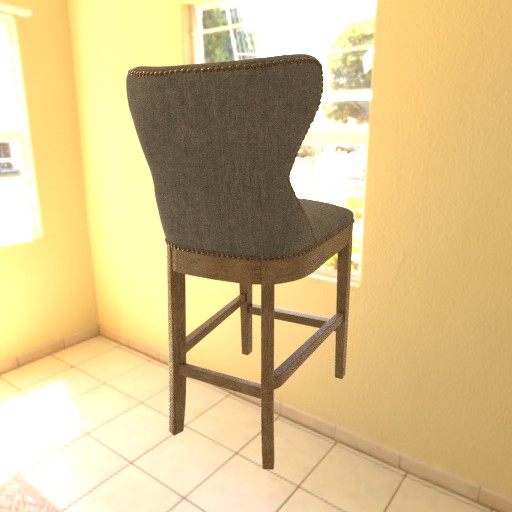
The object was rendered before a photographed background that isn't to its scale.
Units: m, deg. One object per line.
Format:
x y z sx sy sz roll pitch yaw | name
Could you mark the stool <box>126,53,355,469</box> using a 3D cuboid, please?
0.000 0.000 1.270 0.498 0.981 0.608 8 18 26 | stool
